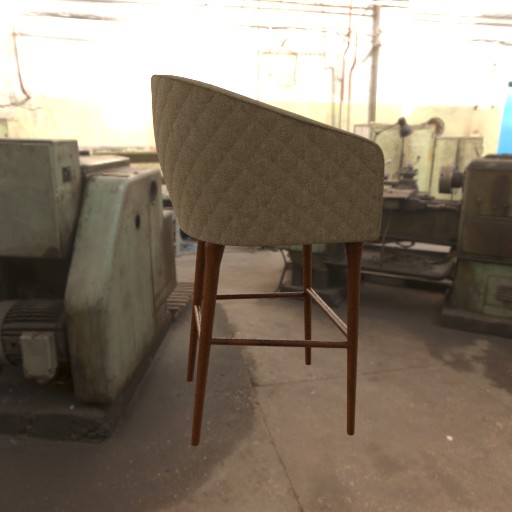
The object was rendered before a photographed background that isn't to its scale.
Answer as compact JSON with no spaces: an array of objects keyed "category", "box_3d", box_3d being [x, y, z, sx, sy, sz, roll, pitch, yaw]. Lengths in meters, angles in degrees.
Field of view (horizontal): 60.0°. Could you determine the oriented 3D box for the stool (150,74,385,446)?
[{"category":"stool","box_3d":[0.000,0.000,1.440,0.607,1.078,0.559,-3,15,-10]}]
